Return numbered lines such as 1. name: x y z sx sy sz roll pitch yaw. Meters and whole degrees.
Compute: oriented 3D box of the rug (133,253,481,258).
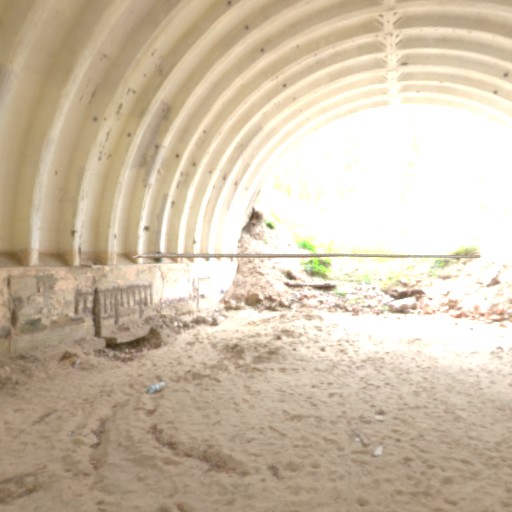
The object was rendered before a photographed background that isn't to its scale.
1. rug: 0.000 0.000 3.018 1.574 0.029 2.346 0 0 -17
